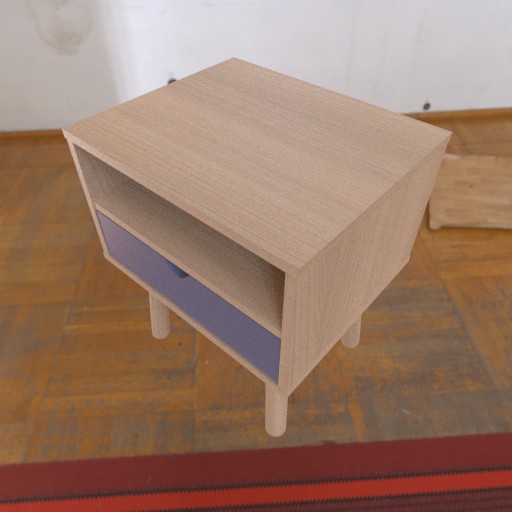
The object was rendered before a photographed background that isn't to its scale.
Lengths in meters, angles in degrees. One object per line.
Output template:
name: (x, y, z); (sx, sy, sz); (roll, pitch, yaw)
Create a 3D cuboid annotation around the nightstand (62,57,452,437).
nightstand: (0.000, 0.000, 0.853); (0.450, 0.530, 0.380); (31, 52, 28)
